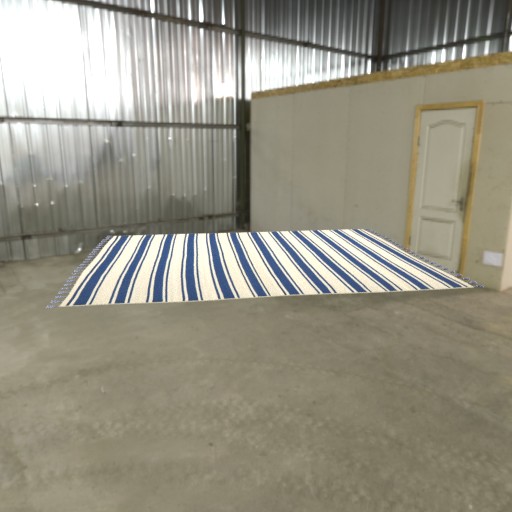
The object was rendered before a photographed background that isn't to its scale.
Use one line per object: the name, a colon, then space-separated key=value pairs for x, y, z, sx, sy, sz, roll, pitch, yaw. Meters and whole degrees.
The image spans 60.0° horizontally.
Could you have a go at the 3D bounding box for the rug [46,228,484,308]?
rug: x=0.000 y=0.000 z=4.532 sx=3.416 sy=0.016 sz=2.471 roll=-2 pitch=15 yaw=-8
